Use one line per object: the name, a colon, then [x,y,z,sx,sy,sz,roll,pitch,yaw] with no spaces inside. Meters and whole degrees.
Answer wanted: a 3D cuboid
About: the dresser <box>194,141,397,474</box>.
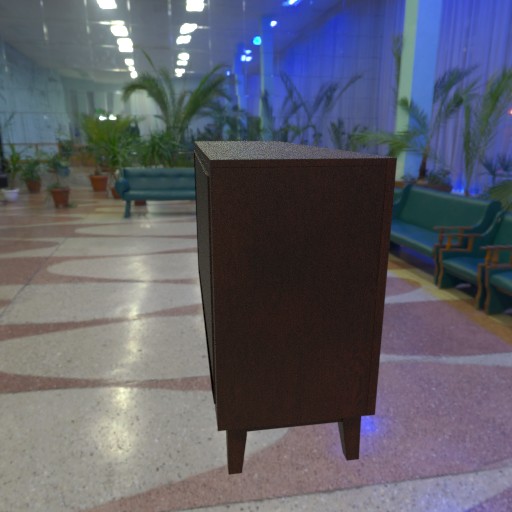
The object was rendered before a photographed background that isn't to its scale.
dresser: [0.000,0.000,2.022,0.499,0.971,1.609,-3,16,-9]
